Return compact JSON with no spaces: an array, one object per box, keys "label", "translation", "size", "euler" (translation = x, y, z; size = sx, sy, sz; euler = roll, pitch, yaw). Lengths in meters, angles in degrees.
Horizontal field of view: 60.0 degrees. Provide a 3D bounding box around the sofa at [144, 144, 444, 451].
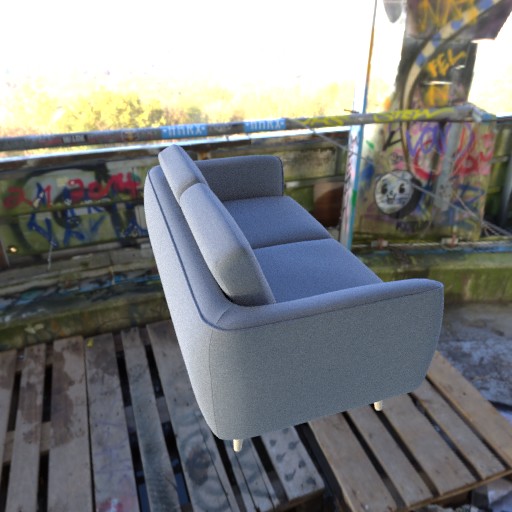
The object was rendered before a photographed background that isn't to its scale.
[{"label":"sofa","translation":[0.000,0.000,2.165],"size":[0.920,0.850,1.700],"euler":[-9,31,-16]}]
